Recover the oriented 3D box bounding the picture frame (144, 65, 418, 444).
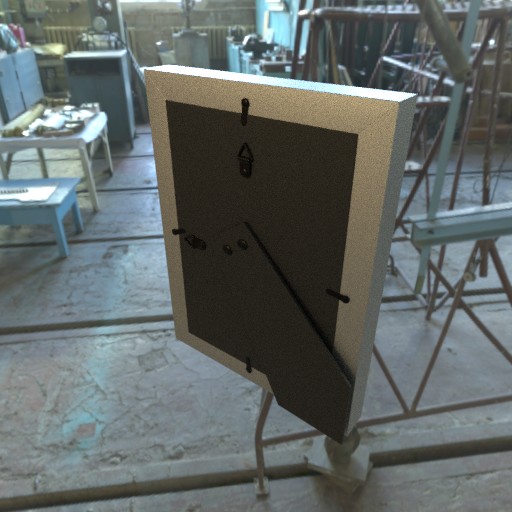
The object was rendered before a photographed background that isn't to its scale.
[{"bbox_3d":[0.000,0.000,0.278,0.157,0.208,0.028,21,36,32],"label":"picture frame"}]
